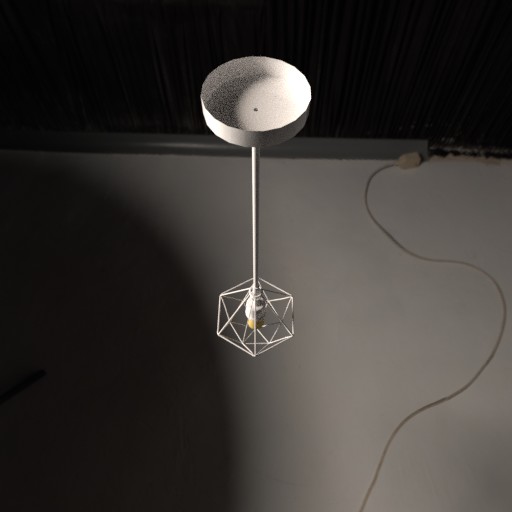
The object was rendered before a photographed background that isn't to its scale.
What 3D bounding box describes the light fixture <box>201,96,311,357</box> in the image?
[{"bbox_3d":[0.000,0.000,1.952,0.431,1.764,0.487,1,60,1],"label":"light fixture"}]
